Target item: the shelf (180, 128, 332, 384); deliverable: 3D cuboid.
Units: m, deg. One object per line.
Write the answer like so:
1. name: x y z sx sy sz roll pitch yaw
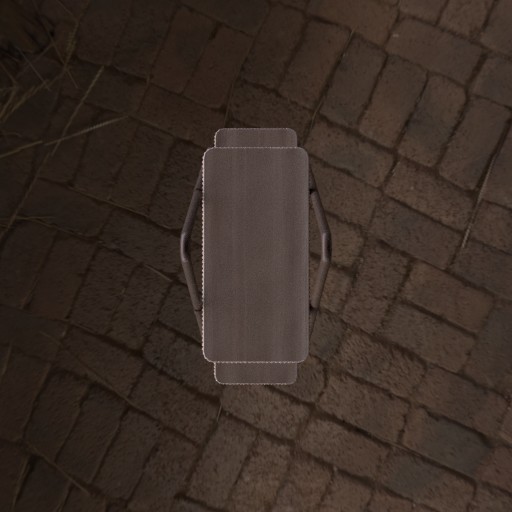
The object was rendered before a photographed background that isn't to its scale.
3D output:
1. shelf: 0.000 0.000 1.062 0.234 0.774 0.609 0 89 0
